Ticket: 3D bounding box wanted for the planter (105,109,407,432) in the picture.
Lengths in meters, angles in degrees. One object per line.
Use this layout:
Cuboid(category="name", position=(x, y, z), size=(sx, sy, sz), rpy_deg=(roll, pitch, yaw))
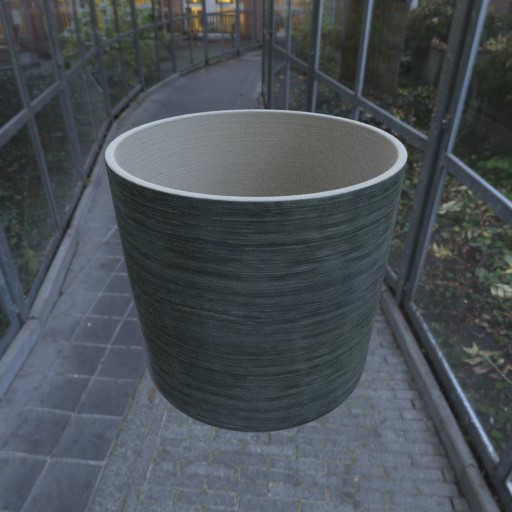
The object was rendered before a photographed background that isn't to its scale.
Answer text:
Cuboid(category="planter", position=(0.000, 0.000, 0.388), size=(0.221, 0.201, 0.221), rpy_deg=(0, 31, 0))
